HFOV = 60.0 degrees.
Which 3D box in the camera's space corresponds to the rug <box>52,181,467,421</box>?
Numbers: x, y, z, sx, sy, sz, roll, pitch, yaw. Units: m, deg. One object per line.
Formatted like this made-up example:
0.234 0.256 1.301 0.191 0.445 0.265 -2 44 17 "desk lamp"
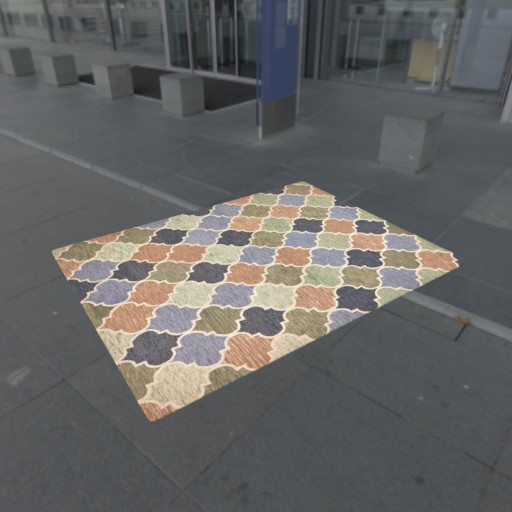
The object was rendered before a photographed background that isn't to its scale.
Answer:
0.000 0.000 4.263 3.200 0.013 2.439 -20 36 -29 "rug"
